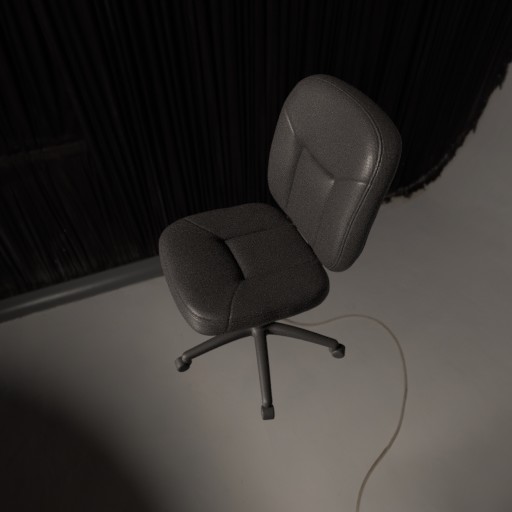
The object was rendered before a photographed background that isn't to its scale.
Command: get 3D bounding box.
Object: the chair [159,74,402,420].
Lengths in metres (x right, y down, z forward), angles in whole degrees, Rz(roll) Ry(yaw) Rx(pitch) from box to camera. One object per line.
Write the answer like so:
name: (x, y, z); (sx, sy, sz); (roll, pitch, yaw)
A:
chair: (0.000, 0.000, 1.397); (0.646, 0.959, 0.647); (-17, 49, -16)
